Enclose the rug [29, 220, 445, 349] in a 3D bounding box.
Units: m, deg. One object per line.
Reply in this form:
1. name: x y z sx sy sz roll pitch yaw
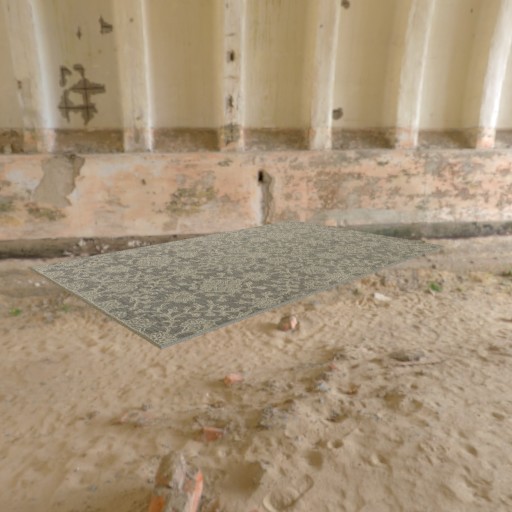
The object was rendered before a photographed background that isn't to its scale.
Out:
1. rug: 0.000 0.000 3.011 2.430 0.010 1.515 -13 20 -42
